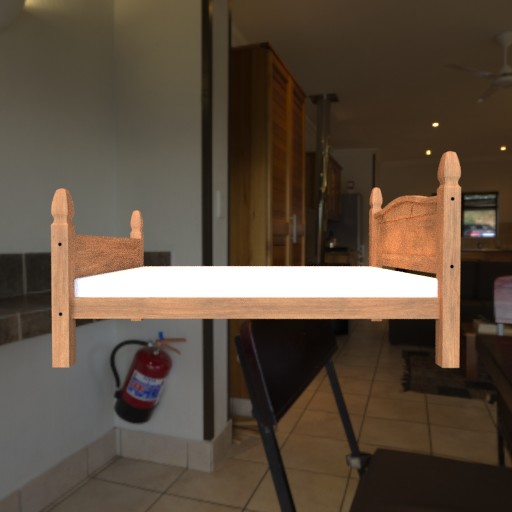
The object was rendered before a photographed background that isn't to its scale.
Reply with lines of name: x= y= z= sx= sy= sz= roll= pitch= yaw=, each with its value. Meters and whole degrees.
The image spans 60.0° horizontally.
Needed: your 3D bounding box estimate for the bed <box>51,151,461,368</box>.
bed: x=0.000 y=0.000 z=2.979 sx=2.069 sy=1.100 sz=1.490 roll=0 pitch=1 yaw=0
